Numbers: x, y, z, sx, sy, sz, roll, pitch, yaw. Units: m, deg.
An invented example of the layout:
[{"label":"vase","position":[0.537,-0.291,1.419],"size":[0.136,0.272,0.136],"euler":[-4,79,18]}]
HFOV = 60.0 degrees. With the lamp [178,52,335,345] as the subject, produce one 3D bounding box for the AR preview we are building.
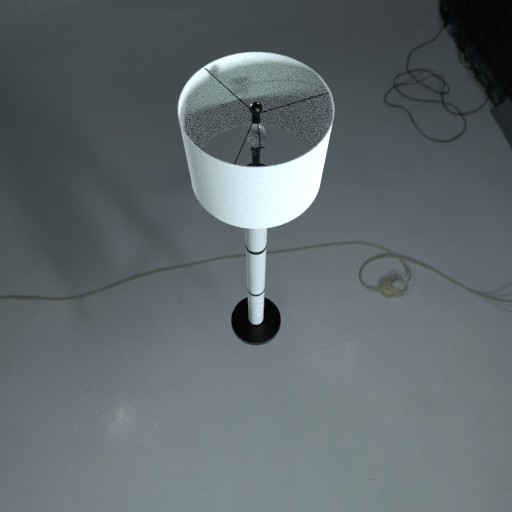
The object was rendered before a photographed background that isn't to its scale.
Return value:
[{"label":"lamp","position":[0.000,0.000,1.766],"size":[0.377,1.599,0.377],"euler":[-13,64,-7]}]
